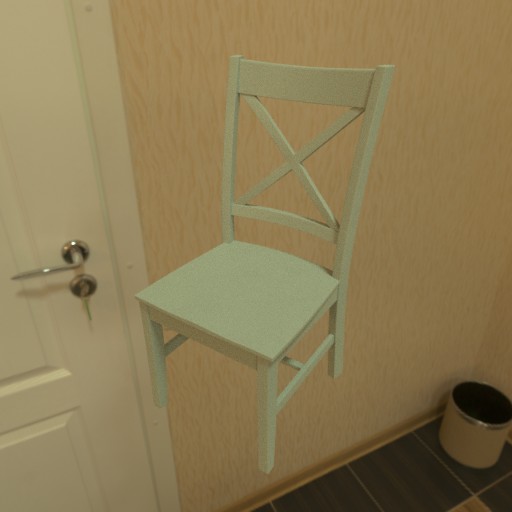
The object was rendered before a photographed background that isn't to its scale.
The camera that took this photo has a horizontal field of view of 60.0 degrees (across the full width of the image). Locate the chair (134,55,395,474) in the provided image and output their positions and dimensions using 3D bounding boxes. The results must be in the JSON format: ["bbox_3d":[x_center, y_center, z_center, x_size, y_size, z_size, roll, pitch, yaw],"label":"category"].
[{"bbox_3d":[0.000,0.000,1.257,0.485,0.983,0.542,18,34,29],"label":"chair"}]
